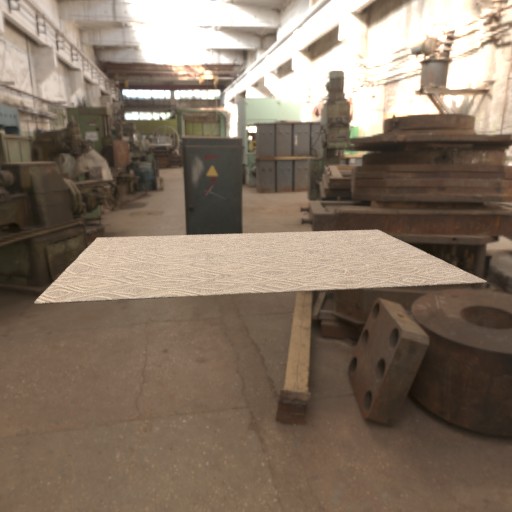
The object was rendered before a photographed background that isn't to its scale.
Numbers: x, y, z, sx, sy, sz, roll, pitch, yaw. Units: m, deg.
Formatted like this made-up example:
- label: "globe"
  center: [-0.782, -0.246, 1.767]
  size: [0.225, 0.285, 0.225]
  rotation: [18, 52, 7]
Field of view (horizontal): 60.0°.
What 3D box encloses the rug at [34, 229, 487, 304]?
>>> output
- label: "rug"
  center: [0.000, 0.000, 3.084]
  size: [2.442, 0.010, 1.546]
  rotation: [-2, 15, -8]
